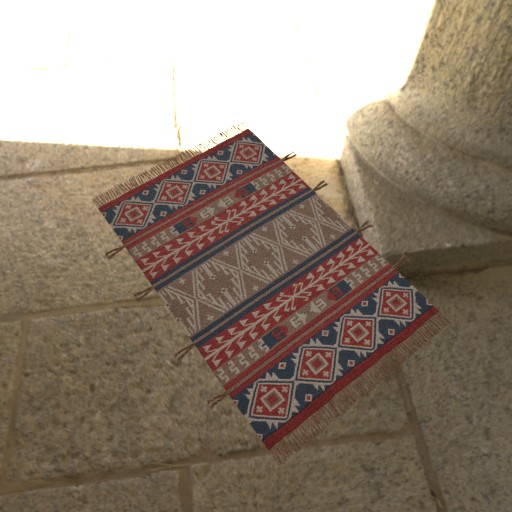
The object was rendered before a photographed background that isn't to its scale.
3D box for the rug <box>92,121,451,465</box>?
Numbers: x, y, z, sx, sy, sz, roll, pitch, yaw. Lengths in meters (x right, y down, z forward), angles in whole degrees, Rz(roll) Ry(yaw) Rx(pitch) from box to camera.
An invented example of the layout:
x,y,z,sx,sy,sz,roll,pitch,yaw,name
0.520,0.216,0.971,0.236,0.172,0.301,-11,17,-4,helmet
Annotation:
x,y,z,sx,sy,sz,roll,pitch,yaw,name
0.000,0.000,3.269,1.778,0.048,2.450,-33,64,-18,rug
